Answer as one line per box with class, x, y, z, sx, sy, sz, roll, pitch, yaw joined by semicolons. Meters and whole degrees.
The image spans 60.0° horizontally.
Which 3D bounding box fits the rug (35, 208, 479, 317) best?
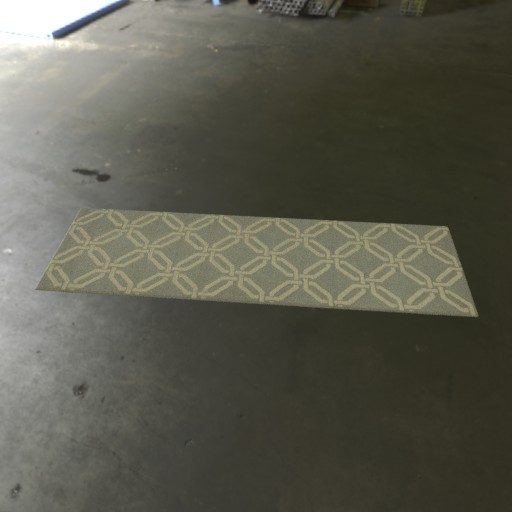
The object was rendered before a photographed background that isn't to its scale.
rug;0.000;0.000;2.504;2.276;0.014;0.678;3;45;3
